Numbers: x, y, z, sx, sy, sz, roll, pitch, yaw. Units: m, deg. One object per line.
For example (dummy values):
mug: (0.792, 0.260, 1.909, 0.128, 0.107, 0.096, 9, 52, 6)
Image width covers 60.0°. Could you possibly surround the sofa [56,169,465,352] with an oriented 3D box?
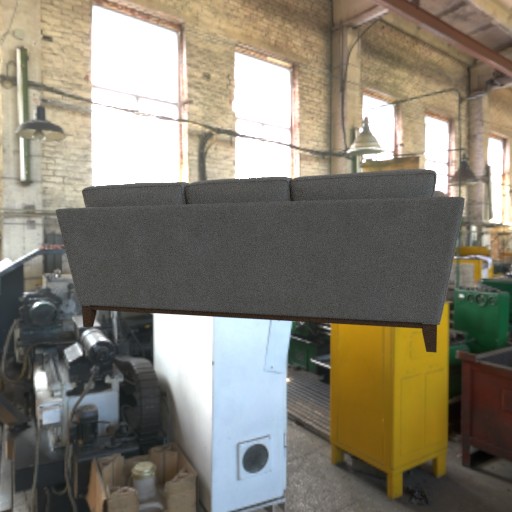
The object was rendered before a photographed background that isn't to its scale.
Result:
sofa: (0.000, 0.000, 2.916, 2.387, 0.940, 0.965, 1, 2, 18)
